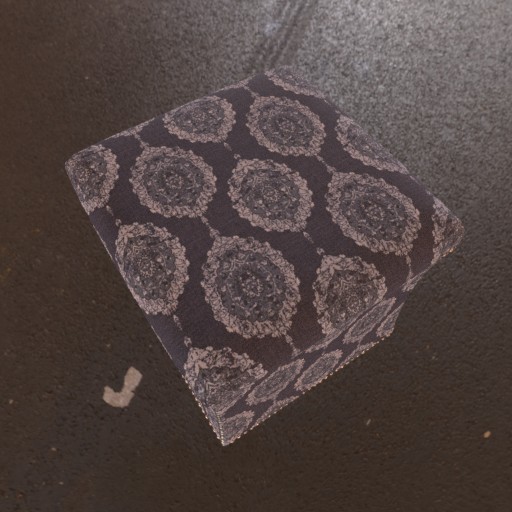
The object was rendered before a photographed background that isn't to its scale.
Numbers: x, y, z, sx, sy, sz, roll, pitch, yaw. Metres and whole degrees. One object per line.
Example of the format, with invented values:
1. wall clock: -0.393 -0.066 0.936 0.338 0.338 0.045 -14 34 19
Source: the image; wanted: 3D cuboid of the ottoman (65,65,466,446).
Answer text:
1. ottoman: 0.000 0.000 0.894 0.497 0.475 0.507 -29 63 -17
